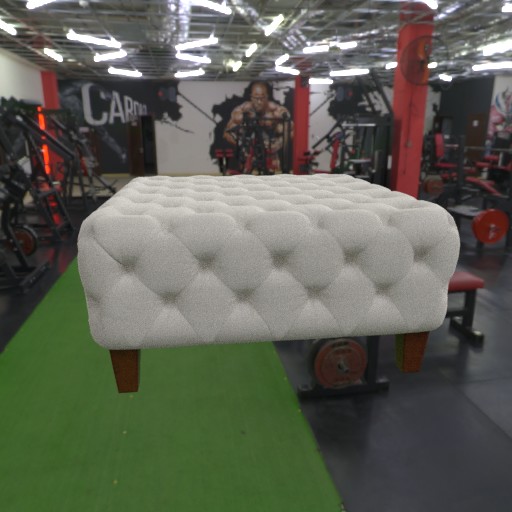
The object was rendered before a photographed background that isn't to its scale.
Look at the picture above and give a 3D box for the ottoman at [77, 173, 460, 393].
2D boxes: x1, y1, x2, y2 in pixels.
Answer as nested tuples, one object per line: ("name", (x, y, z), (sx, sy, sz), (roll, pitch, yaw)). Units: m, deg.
("ottoman", (0.000, 0.000, 1.211), (0.755, 0.376, 0.753), (-2, 17, -7))
